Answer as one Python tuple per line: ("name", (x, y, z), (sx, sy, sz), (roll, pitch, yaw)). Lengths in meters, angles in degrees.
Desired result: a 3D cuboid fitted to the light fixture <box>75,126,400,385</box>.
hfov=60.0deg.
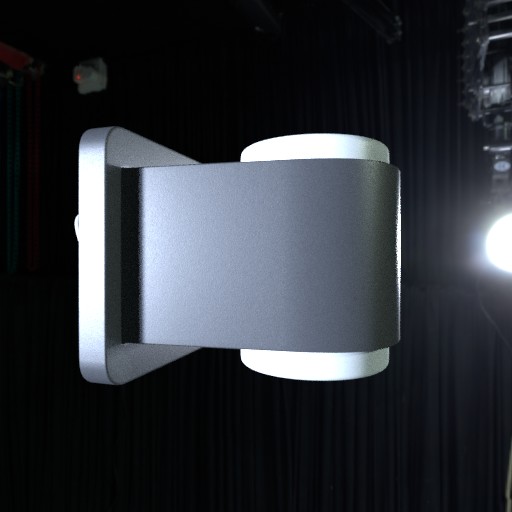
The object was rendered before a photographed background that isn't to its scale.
("light fixture", (0.000, 0.000, 0.213), (0.132, 0.109, 0.109), (0, 0, 18))
